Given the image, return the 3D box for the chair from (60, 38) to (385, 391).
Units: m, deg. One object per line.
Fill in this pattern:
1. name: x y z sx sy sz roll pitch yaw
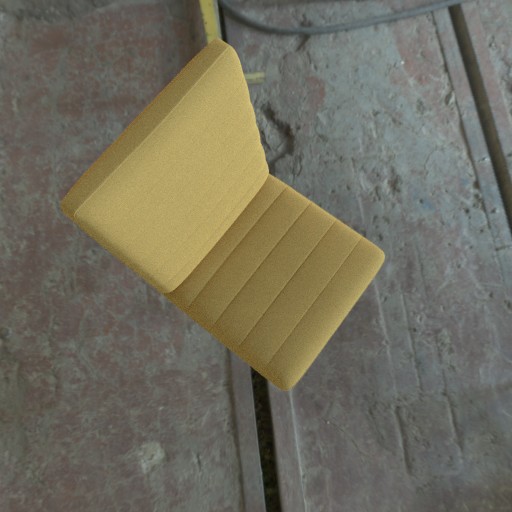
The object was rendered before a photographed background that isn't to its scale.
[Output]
1. chair: 0.000 0.000 1.317 0.634 0.930 0.520 37 79 9
